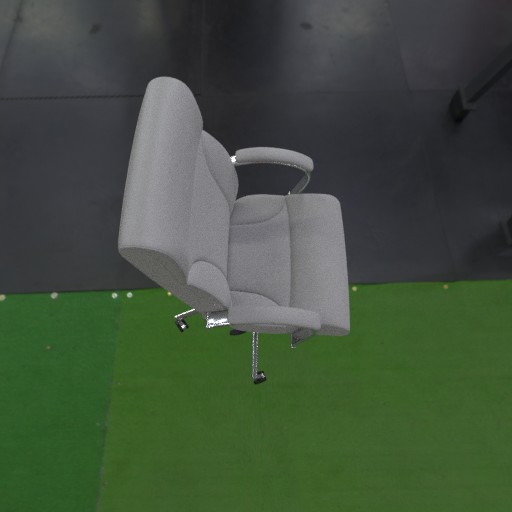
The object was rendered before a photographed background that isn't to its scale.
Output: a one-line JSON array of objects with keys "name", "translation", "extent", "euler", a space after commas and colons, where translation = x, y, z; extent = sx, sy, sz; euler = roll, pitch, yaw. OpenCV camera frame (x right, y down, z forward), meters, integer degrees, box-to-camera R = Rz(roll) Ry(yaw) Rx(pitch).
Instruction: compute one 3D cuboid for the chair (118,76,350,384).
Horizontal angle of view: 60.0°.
[{"name": "chair", "translation": [0.000, 0.000, 1.617], "extent": [0.745, 1.099, 0.727], "euler": [1, 64, 0]}]
